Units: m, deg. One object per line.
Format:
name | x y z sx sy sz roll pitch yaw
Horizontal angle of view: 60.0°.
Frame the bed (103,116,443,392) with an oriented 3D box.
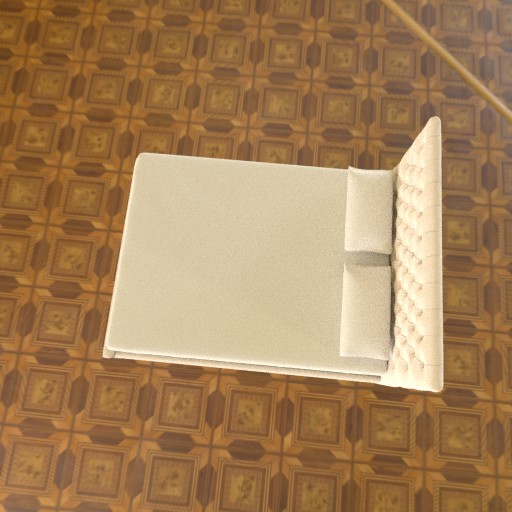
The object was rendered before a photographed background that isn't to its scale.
bed | 0.000 0.000 3.311 2.233 1.426 1.696 5 76 1
